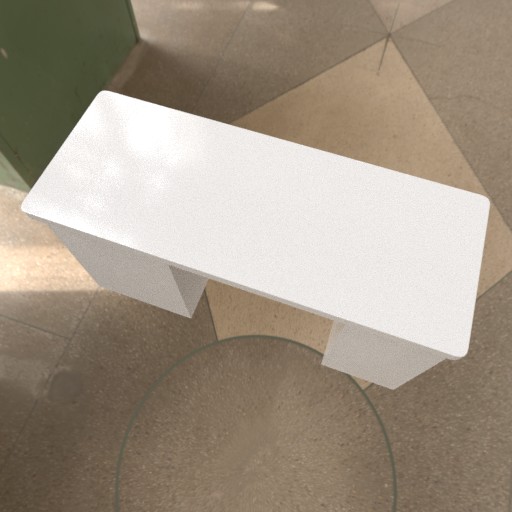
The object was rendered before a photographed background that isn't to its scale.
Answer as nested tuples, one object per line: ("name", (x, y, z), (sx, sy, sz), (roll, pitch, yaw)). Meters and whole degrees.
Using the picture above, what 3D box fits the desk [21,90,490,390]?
("desk", (0.000, 0.000, 1.748), (1.400, 0.762, 0.550), (18, 65, 8))
